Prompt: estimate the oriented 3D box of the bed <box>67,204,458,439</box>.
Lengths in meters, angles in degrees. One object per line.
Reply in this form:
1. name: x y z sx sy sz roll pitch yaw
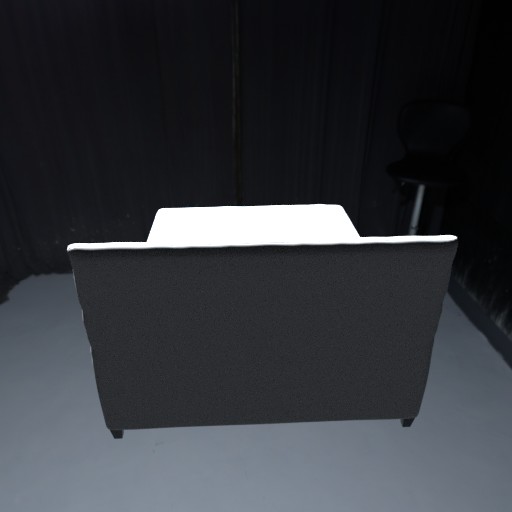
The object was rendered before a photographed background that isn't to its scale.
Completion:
1. bed: 0.000 0.000 3.653 2.078 1.427 2.387 -1 29 -2
